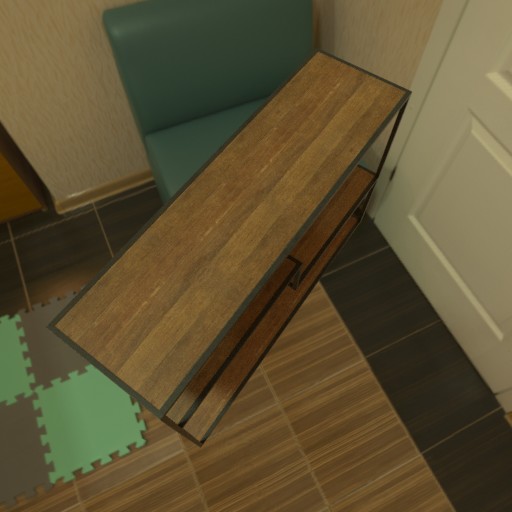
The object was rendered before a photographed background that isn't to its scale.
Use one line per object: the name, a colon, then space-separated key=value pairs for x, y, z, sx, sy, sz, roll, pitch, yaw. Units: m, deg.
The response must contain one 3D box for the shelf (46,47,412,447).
shelf: x=0.000 y=0.000 z=1.556 sx=0.361 sy=0.765 sz=1.201 roll=32 pitch=67 yaw=16
